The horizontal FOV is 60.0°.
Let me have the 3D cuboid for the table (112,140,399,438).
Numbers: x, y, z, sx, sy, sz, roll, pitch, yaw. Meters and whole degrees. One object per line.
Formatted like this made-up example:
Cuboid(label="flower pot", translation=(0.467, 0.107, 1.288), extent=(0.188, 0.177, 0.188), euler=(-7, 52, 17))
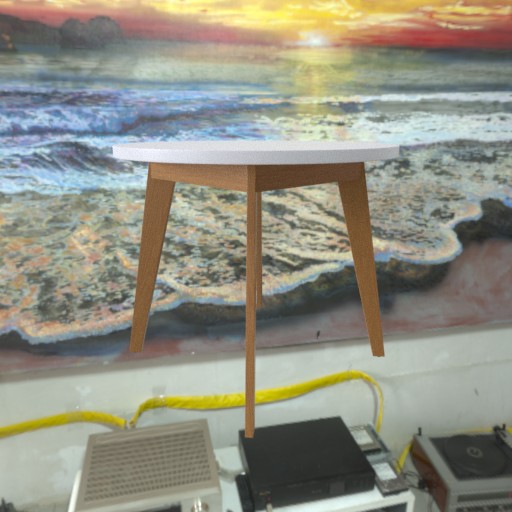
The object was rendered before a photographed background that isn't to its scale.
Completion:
Cuboid(label="table", translation=(0.000, 0.000, 1.553), extent=(0.896, 0.762, 0.896), euler=(0, 16, 0))
